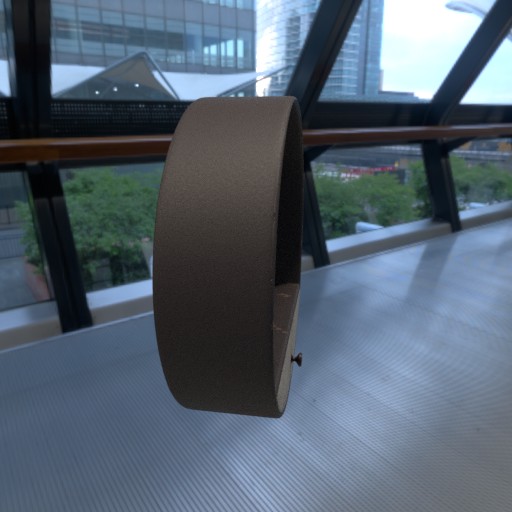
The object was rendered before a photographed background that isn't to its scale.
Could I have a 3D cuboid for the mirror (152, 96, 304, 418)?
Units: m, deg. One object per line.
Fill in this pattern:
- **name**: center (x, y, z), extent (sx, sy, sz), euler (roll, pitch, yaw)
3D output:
- **mirror**: center (0.000, 0.000, 0.570), extent (0.126, 0.386, 0.386), euler (3, 16, 9)
